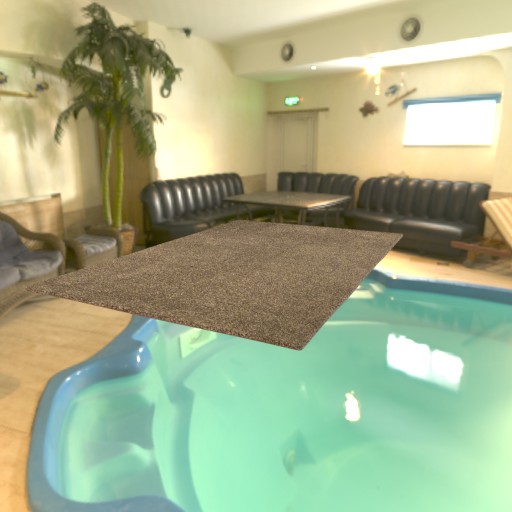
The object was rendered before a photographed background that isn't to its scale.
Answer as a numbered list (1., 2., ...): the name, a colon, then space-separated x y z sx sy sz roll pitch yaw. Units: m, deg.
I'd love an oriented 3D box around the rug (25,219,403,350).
1. rug: 0.000 0.000 3.472 1.802 0.026 2.699 7 16 26
